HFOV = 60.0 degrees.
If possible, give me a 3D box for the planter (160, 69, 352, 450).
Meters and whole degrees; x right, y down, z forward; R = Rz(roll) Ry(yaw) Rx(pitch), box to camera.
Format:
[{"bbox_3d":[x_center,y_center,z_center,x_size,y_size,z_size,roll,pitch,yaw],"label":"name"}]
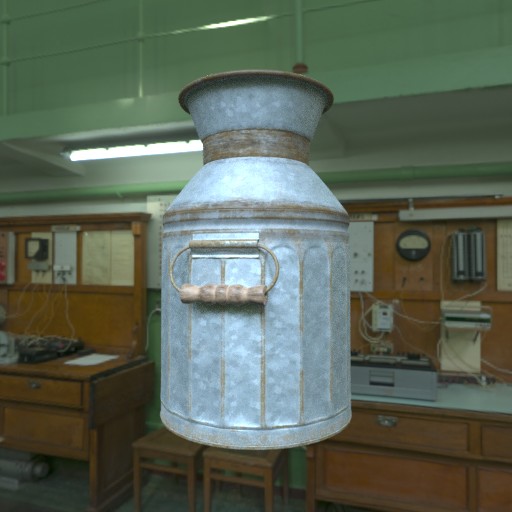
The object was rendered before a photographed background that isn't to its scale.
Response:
[{"bbox_3d":[0.000,0.000,0.510,0.215,0.358,0.248,0,0,17],"label":"planter"}]
